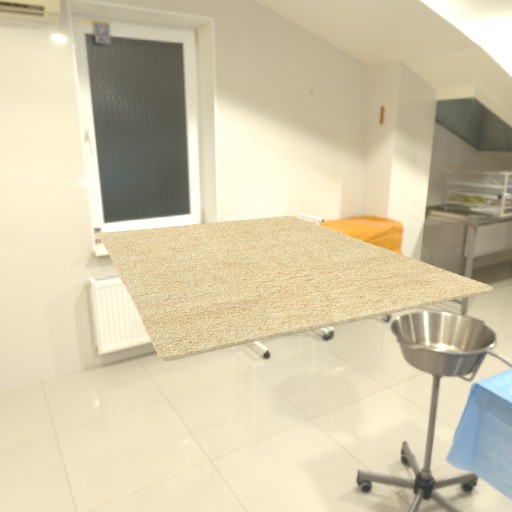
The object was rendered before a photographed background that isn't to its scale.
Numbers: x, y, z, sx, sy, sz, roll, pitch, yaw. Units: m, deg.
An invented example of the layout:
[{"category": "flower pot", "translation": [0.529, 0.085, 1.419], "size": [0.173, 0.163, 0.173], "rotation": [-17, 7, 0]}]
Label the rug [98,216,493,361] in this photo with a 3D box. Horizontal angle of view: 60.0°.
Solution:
[{"category": "rug", "translation": [0.000, 0.000, 3.976], "size": [2.401, 0.025, 3.001], "rotation": [-7, 18, -24]}]
